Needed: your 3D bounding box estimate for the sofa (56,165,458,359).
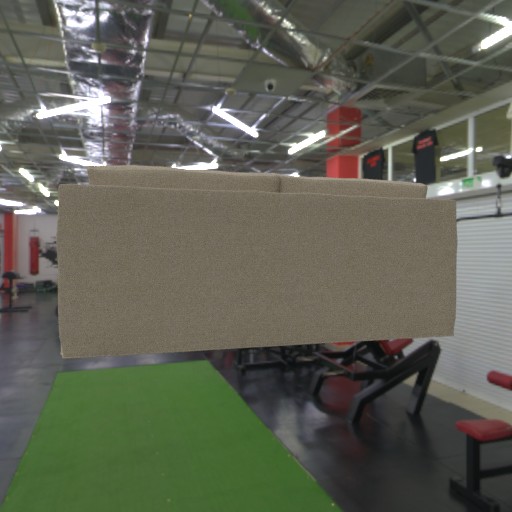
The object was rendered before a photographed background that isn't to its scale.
[{"bbox_3d":[0.000,0.000,2.521,1.987,0.847,0.956,0,0,-16],"label":"sofa"}]
